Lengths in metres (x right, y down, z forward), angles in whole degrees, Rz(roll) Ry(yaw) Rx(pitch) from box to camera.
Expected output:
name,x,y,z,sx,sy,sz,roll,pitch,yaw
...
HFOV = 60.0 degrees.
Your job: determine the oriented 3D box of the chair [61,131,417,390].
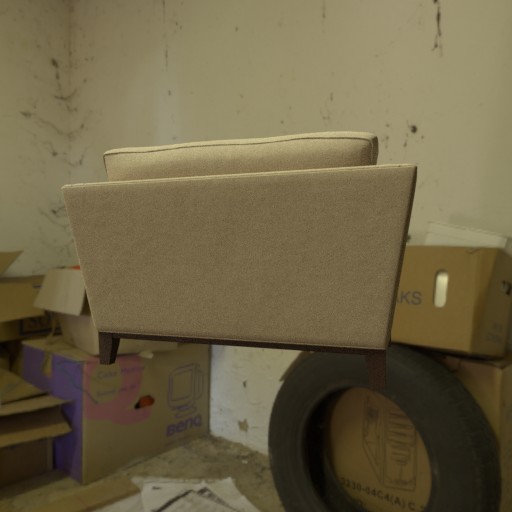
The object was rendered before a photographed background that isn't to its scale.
name,x,y,z,sx,sy,sz,roll,pitch,yaw
chair,0.000,0.000,2.079,1.397,0.940,0.965,0,0,18
